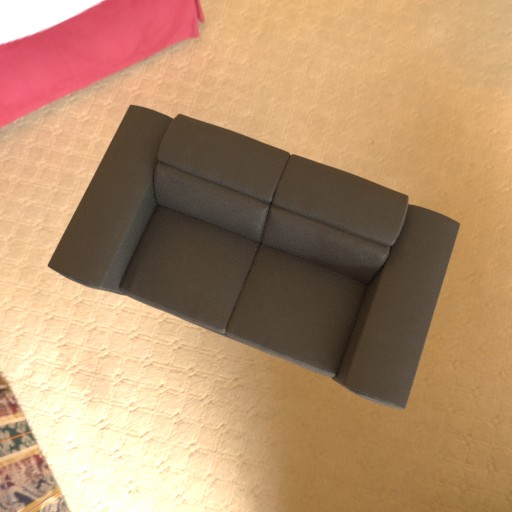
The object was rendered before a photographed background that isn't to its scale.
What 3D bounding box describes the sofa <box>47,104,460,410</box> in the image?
[{"bbox_3d":[0.000,0.000,2.463,1.895,0.779,1.003,21,77,5],"label":"sofa"}]
